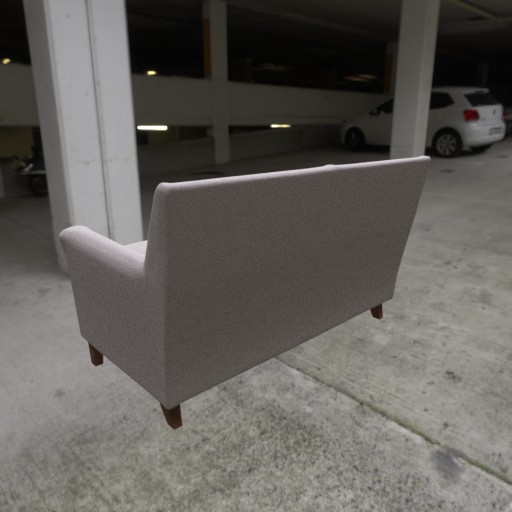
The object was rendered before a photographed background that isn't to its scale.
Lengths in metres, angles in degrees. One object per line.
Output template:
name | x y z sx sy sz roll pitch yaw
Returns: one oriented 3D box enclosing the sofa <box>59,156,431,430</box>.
sofa | 0.000 0.000 2.067 1.482 0.890 0.888 -15 23 -41
